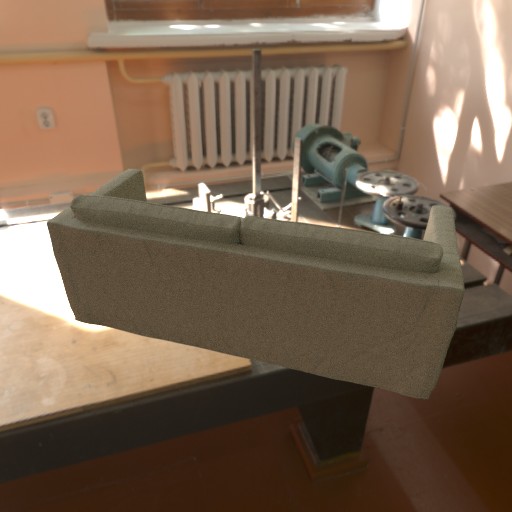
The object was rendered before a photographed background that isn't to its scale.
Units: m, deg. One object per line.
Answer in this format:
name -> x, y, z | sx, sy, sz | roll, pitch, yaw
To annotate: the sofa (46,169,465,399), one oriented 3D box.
sofa -> 0.000, 0.000, 2.791 | 2.296, 0.847, 0.956 | 9, 33, 15
